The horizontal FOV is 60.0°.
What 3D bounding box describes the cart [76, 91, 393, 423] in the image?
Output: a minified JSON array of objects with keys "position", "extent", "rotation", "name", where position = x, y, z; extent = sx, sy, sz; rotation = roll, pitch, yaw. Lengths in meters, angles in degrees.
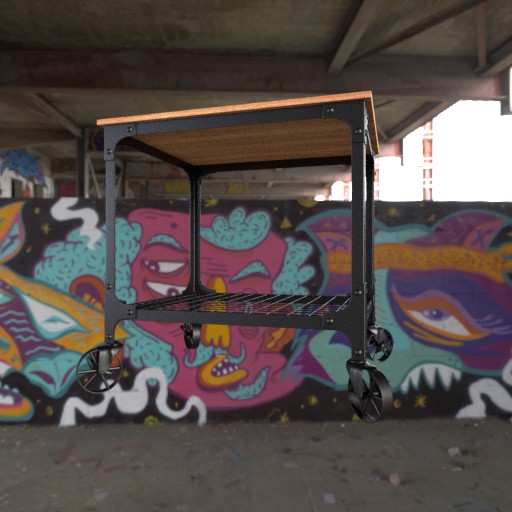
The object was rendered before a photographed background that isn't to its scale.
[{"position":[0.000,0.000,1.124],"extent":[0.666,0.603,0.558],"rotation":[0,0,17],"name":"cart"}]
